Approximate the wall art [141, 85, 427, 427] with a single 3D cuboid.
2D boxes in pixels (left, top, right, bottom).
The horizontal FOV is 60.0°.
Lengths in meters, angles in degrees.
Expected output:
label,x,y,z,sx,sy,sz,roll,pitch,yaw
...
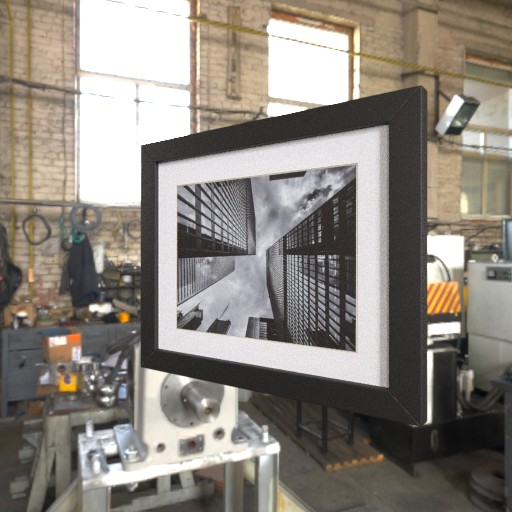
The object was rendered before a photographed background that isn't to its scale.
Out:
label,x,y,z,sx,sy,sz,roll,pitch,yaw
wall art,0.000,0.000,0.759,0.558,0.457,0.031,0,0,35
